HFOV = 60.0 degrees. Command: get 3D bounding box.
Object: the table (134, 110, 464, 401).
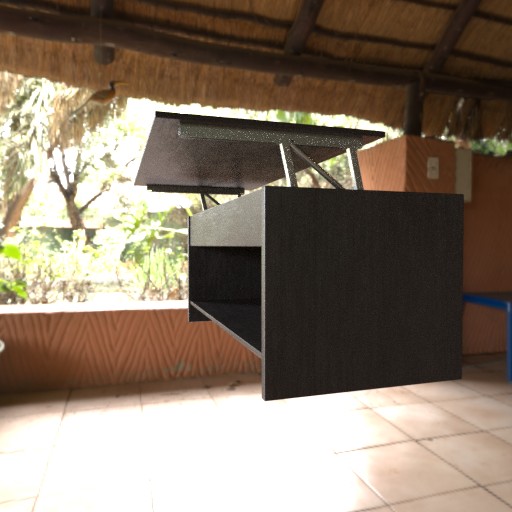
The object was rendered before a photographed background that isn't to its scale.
[{"bbox_3d":[0.000,0.000,1.415,0.712,0.570,1.000,0,1,-18],"label":"table"}]
